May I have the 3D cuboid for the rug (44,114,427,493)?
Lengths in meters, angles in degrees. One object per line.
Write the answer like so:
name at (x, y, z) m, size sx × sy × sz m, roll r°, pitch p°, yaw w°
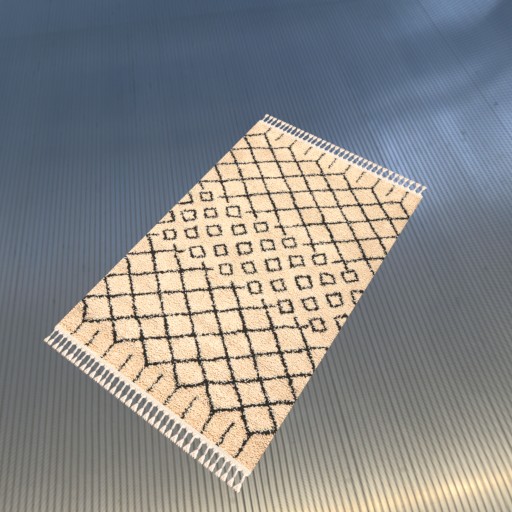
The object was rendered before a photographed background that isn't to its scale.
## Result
rug at (0.000, 0.000, 2.459) m, size 1.196 × 0.008 × 2.006 m, roll 30°, pitch 63°, yaw 17°
